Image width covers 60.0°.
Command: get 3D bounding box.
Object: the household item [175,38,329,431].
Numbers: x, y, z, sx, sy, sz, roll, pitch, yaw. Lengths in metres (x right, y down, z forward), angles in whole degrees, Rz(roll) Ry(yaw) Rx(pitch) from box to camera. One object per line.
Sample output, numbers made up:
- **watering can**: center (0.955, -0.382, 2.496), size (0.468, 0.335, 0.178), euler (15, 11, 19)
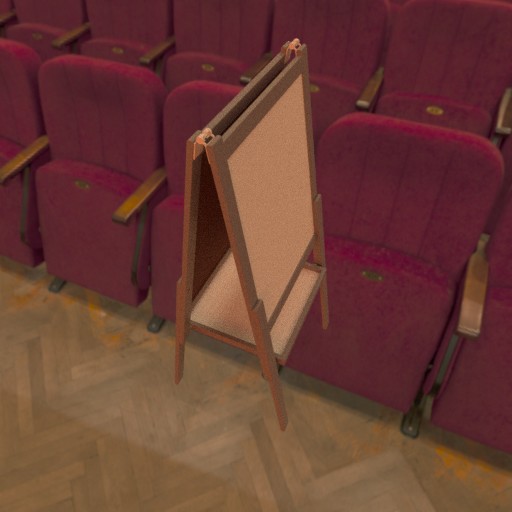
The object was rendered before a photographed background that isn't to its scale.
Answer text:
- **household item**: center (0.000, 0.000, 1.437), size (0.469, 1.172, 0.531), euler (18, 49, 16)
